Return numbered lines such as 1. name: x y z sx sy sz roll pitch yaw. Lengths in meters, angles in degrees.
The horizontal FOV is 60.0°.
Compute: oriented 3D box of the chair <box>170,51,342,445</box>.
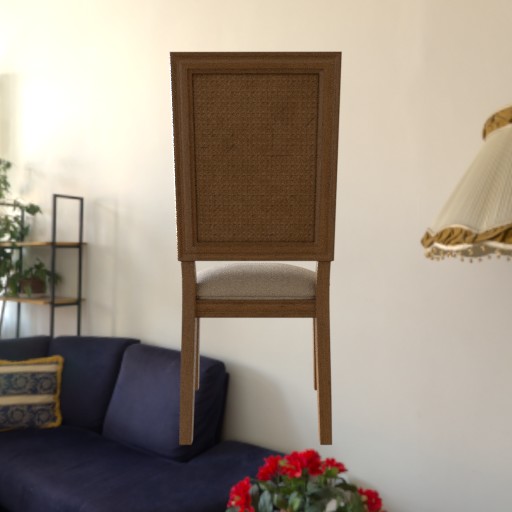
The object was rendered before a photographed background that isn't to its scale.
1. chair: 0.000 0.000 1.362 0.536 0.988 0.601 0 0 0
